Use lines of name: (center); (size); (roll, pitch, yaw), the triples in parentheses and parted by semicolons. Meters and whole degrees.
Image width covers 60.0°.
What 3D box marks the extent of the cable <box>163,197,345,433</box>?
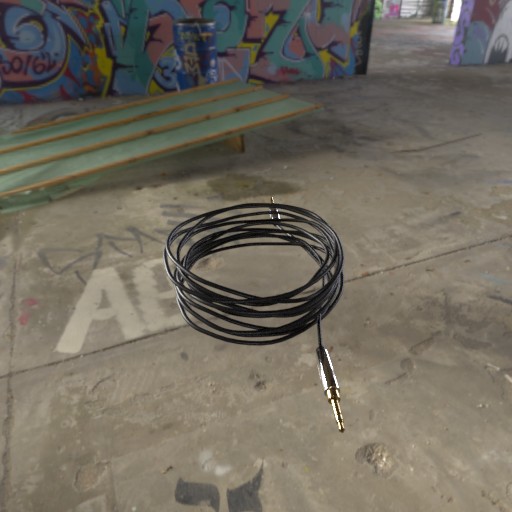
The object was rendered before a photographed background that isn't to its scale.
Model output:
cable: (0.000, 0.000, 0.504); (0.198, 0.069, 0.432); (-2, 32, -3)
